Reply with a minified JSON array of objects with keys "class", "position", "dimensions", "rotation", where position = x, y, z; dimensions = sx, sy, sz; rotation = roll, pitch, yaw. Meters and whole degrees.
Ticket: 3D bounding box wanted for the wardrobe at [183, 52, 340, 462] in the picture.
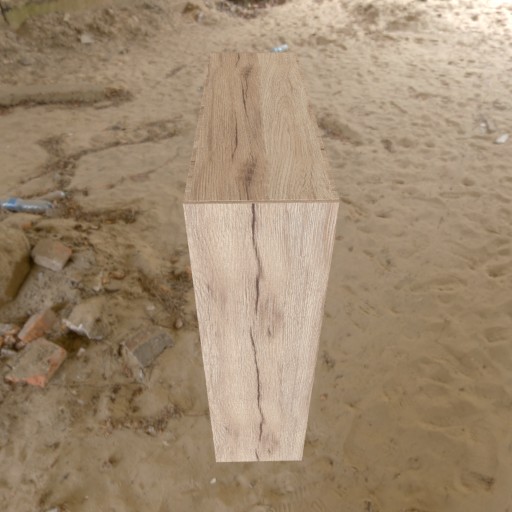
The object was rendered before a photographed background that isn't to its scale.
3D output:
[{"class":"wardrobe","position":[0.000,0.000,2.978],"dimensions":[0.580,2.070,1.810],"rotation":[-1,41,-1]}]
